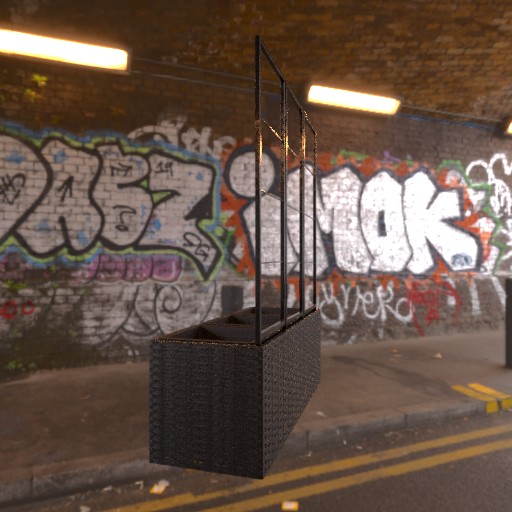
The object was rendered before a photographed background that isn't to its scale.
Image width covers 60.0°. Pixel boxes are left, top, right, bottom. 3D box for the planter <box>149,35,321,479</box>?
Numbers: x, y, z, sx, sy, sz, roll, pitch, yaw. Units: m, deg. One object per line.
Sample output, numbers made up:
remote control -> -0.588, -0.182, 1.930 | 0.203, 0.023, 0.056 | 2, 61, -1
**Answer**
planter -> 0.000, 0.000, 1.193 | 0.244, 0.841, 0.698 | 0, -1, 17
